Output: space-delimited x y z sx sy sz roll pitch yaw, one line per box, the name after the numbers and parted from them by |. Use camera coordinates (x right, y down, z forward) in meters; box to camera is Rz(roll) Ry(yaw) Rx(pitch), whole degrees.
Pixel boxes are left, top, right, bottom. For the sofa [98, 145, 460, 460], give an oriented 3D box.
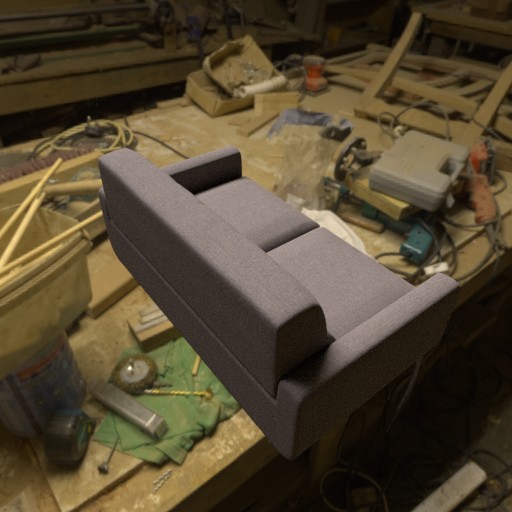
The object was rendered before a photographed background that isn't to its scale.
0.000 0.000 2.180 0.909 0.841 1.631 -26 46 -28 | sofa
